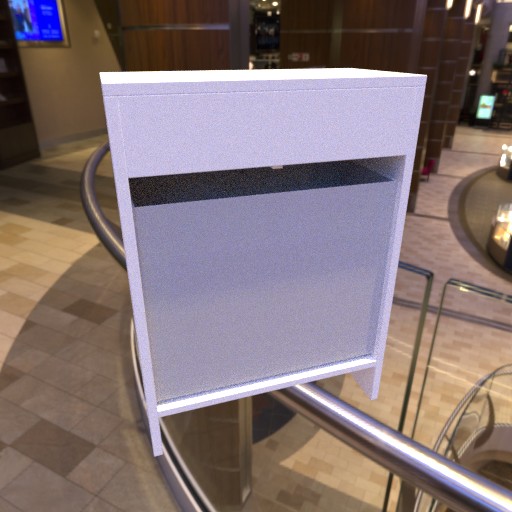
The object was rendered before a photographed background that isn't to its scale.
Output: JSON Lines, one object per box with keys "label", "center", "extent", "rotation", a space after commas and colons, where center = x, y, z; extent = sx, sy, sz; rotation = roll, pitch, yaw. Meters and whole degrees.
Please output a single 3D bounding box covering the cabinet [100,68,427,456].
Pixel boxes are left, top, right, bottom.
{"label": "cabinet", "center": [0.000, 0.000, 1.071], "extent": [0.600, 0.815, 0.296], "rotation": [-8, 27, -17]}
